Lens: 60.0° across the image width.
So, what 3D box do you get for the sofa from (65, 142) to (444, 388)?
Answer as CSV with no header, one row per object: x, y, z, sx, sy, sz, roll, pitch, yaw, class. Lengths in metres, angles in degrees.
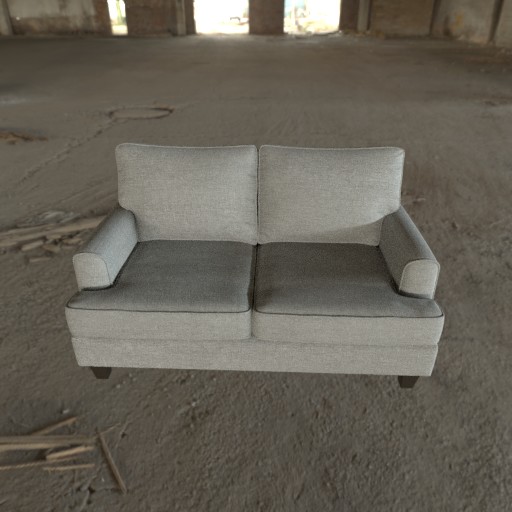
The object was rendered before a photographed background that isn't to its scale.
0.000,0.000,2.245,1.651,0.965,0.965,1,29,2,sofa
